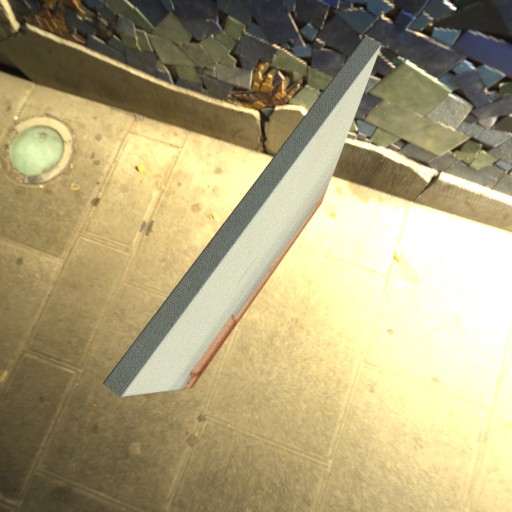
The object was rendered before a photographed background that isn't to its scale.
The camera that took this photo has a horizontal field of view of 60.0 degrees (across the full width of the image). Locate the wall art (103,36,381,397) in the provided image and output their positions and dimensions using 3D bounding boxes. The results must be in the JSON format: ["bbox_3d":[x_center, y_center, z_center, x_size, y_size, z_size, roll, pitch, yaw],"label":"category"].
[{"bbox_3d":[0.000,0.000,0.882,0.034,0.605,0.605,34,77,9],"label":"wall art"}]
